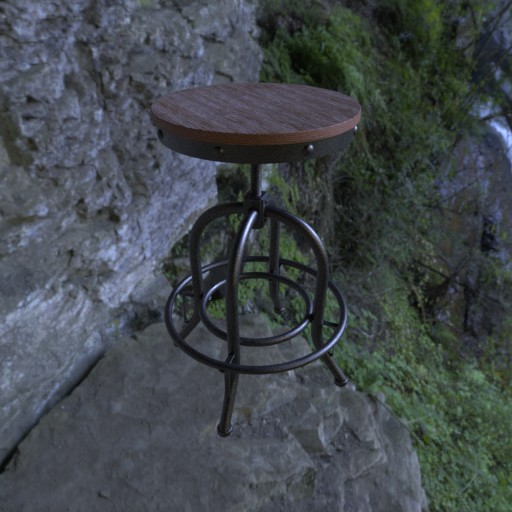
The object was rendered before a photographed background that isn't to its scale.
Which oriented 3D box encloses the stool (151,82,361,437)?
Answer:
[{"bbox_3d":[0.000,0.000,0.910,0.439,0.609,0.439,10,33,15],"label":"stool"}]
